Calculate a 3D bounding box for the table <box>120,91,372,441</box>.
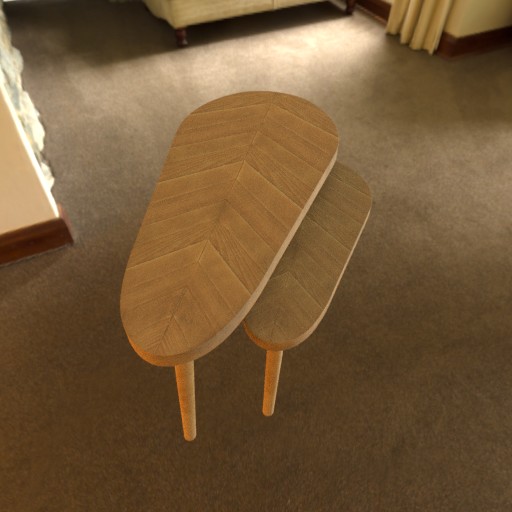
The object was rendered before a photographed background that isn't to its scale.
[{"bbox_3d":[0.000,0.000,1.548,0.701,0.595,1.190,11,49,10],"label":"table"}]
